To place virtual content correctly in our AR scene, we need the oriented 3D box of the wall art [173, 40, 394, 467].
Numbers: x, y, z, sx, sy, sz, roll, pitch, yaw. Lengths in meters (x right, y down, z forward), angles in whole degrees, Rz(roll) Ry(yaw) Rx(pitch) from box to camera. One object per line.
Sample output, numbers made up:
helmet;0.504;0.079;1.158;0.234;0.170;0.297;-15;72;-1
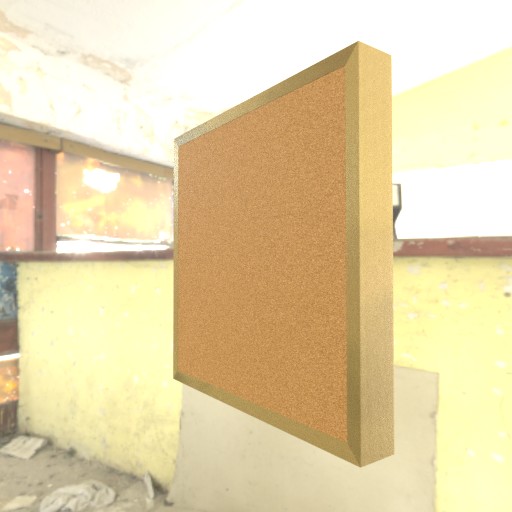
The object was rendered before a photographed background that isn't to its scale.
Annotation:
wall art;0.000;0.000;0.450;0.038;0.305;0.304;1;-2;-36
